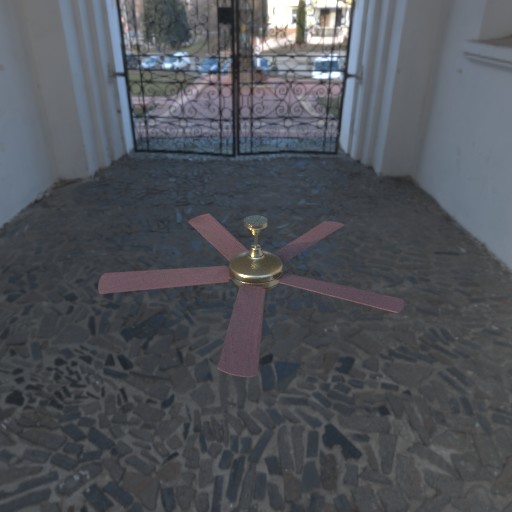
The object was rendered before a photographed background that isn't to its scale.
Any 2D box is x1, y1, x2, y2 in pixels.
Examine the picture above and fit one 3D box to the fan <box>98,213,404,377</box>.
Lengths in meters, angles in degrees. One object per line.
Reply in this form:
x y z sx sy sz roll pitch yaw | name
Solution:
0.000 0.000 2.018 1.321 0.356 1.321 8 30 13 | fan
